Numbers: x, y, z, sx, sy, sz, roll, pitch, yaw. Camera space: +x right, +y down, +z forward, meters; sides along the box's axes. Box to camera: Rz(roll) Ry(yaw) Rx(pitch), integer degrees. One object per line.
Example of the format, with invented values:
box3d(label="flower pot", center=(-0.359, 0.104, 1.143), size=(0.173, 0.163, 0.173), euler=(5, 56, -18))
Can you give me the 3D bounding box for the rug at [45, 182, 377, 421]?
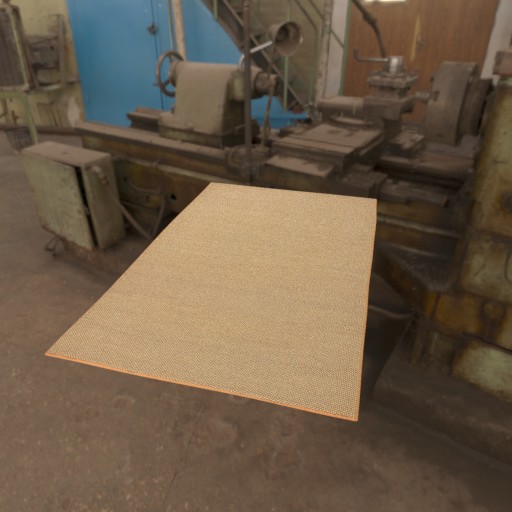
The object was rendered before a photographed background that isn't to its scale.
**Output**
box3d(label="rug", center=(0.000, 0.000, 2.107), size=(1.078, 0.013, 1.678), euler=(8, 32, 13))
